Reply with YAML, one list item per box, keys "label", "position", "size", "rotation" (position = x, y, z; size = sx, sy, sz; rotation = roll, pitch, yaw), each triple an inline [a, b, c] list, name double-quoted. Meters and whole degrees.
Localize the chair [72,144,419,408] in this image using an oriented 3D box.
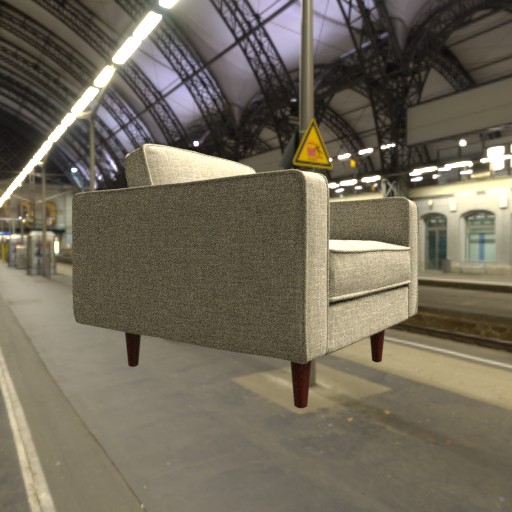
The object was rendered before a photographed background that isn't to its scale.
- label: "chair"
  position: [0.000, 0.000, 1.567]
  size: [0.914, 0.765, 0.889]
  rotation: [1, 2, 36]
